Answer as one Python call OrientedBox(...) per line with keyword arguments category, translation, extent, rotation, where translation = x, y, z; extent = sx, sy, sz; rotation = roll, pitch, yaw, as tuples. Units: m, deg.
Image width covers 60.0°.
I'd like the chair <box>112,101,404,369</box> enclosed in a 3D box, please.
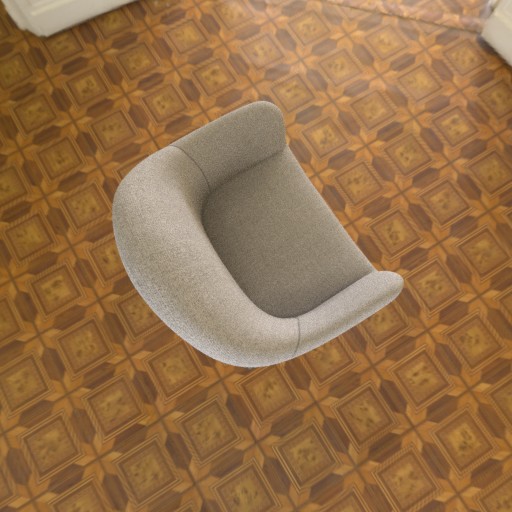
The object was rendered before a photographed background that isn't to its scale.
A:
OrientedBox(category="chair", translation=(0.000, 0.000, 1.222), extent=(0.550, 0.795, 0.590), rotation=(-31, 77, -8))
